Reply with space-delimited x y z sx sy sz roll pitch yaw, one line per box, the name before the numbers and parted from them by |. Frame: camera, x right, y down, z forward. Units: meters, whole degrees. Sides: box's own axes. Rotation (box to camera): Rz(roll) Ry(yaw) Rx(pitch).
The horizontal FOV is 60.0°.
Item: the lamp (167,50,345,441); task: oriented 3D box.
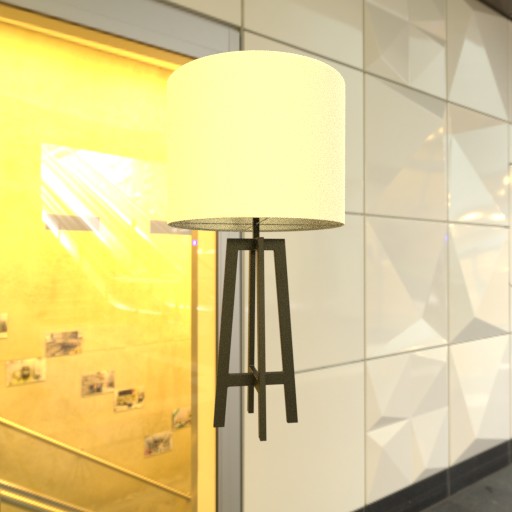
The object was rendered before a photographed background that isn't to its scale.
lamp | 0.000 0.000 0.648 0.257 0.489 0.257 -1 -1 36
